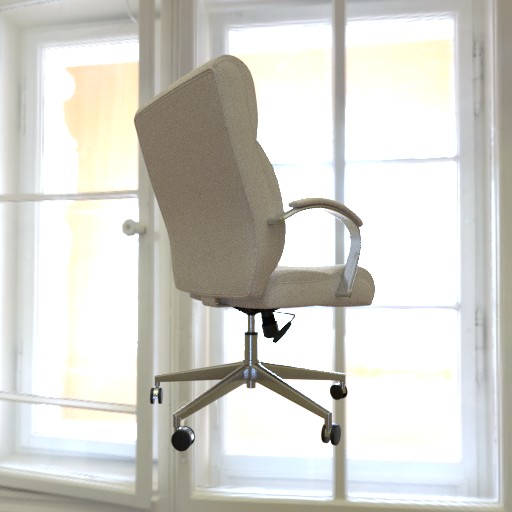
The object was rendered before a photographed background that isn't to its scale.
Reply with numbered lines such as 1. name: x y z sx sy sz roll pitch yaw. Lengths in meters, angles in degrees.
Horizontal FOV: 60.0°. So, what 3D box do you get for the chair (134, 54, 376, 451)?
1. chair: 0.000 0.000 1.552 0.745 1.099 0.727 0 -1 -38
